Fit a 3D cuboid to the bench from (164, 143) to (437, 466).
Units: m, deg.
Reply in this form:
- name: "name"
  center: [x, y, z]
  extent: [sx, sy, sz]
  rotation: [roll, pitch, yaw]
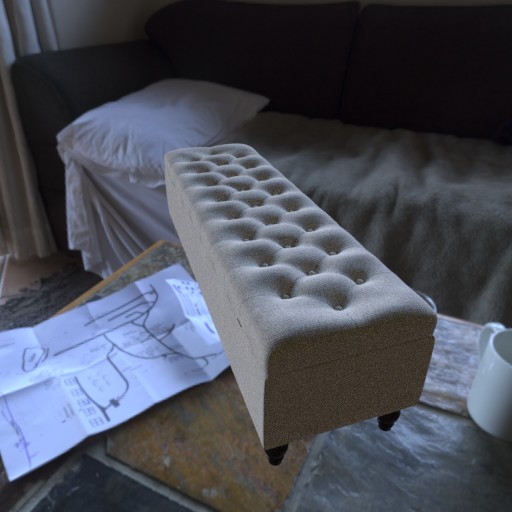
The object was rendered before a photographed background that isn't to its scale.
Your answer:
- name: "bench"
  center: [0.000, 0.000, 1.687]
  extent: [0.455, 0.467, 1.480]
  rotation: [-10, 32, -16]
